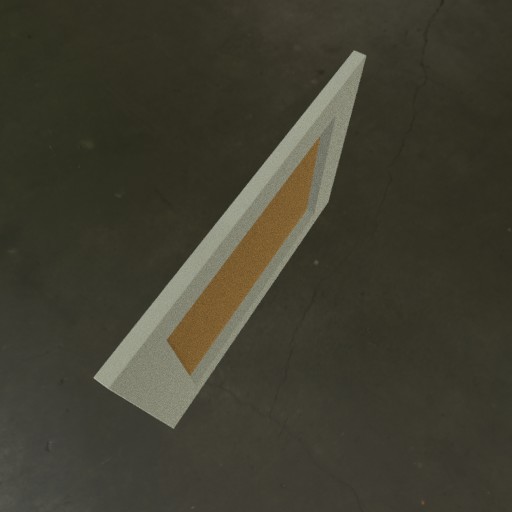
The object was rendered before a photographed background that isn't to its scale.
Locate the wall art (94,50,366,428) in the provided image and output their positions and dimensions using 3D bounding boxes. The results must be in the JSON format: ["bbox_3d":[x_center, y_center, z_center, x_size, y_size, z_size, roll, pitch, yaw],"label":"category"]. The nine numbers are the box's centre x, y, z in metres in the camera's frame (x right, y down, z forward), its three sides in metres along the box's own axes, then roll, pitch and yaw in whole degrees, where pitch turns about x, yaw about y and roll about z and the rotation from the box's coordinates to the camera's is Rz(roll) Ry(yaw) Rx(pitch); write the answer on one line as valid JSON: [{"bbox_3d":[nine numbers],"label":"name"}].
[{"bbox_3d":[0.000,0.000,1.149,0.033,0.617,0.906,30,67,14],"label":"wall art"}]
